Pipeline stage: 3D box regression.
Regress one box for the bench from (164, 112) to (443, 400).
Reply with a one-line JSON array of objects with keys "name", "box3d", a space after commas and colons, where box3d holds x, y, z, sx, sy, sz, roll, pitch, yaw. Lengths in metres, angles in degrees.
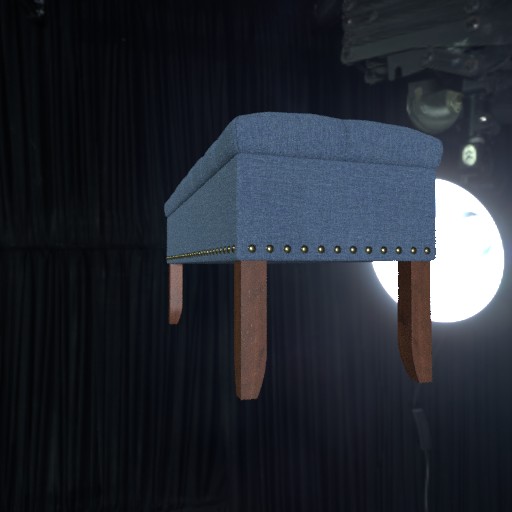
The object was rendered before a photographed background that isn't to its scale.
[{"name": "bench", "box3d": [0.000, 0.000, 1.264, 0.417, 0.492, 1.052, 0, -1, -18]}]
